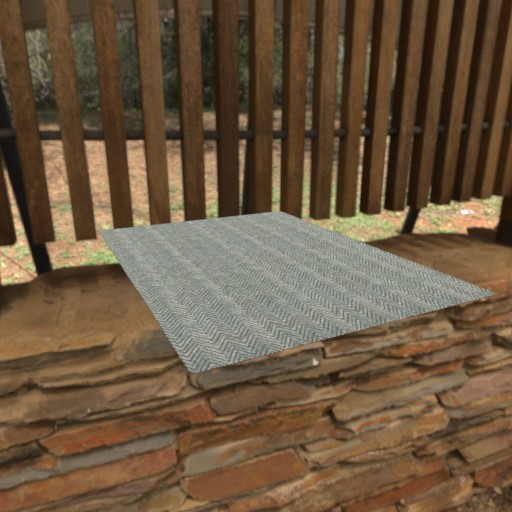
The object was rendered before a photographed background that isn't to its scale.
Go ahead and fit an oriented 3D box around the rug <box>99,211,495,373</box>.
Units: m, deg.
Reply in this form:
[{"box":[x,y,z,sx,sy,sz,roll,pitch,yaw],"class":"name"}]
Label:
[{"box":[0.000,0.000,5.078,2.894,0.011,3.957,-9,20,-25],"class":"rug"}]
